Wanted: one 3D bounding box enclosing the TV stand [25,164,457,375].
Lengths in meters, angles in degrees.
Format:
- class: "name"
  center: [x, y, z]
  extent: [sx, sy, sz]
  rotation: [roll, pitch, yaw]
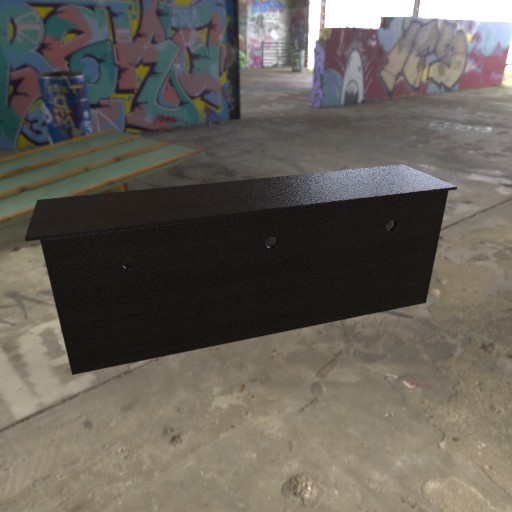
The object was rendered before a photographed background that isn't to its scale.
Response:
- class: "TV stand"
  center: [0.000, 0.000, 2.054]
  extent: [1.778, 0.610, 0.406]
  rotation: [-8, 28, -16]
